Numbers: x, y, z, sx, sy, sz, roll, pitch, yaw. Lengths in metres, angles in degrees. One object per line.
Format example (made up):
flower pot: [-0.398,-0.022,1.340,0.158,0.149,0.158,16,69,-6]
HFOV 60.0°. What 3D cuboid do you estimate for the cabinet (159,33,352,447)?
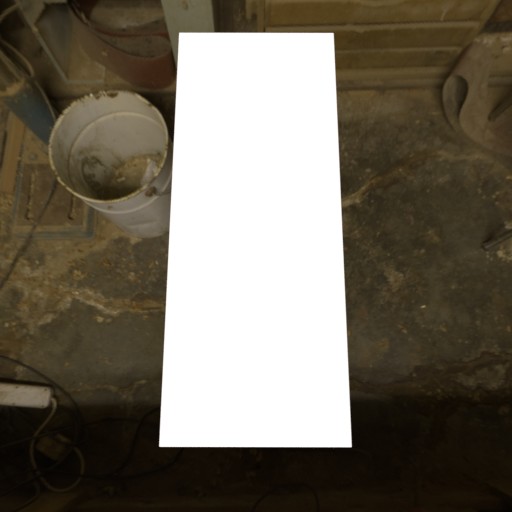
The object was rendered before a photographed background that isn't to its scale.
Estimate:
cabinet: [0.000,0.000,1.422,0.400,0.800,1.000,0,77,0]
